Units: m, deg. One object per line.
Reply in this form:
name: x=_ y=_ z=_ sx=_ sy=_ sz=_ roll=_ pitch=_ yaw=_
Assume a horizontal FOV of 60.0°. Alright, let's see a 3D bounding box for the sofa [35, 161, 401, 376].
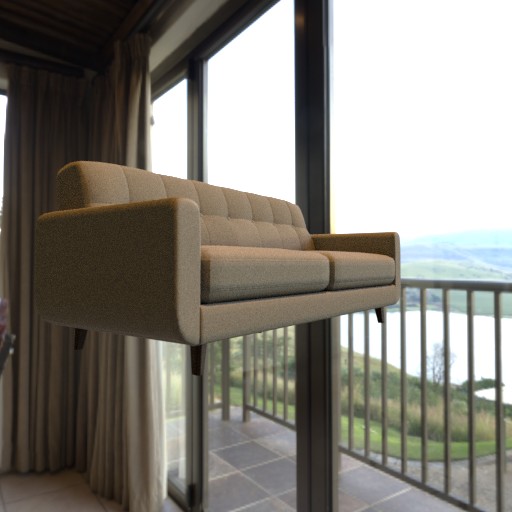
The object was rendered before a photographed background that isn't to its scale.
sofa: x=0.000 y=0.000 z=2.570 sx=0.980 sy=0.892 sz=2.137 roll=-1 pitch=-1 yaw=37
